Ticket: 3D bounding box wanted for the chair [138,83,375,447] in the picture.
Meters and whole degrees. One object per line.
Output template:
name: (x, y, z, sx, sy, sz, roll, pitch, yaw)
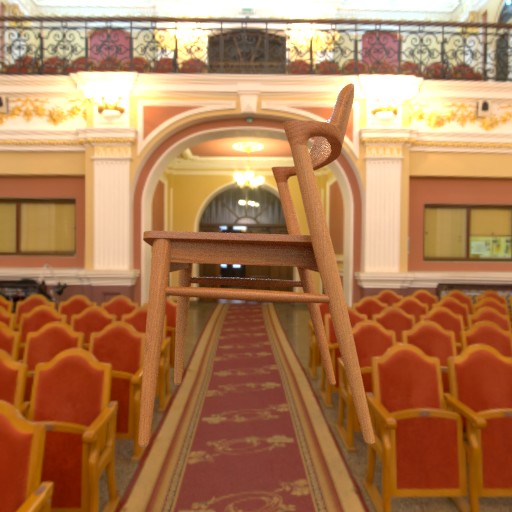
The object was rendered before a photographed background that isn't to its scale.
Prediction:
chair: (0.000, 0.000, 1.149, 0.499, 0.792, 0.512, 0, 0, -1)
